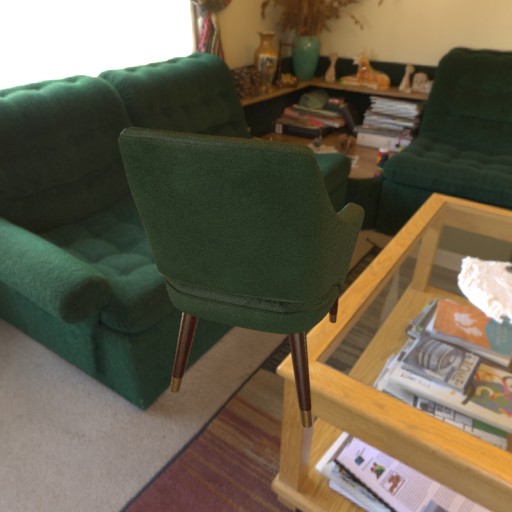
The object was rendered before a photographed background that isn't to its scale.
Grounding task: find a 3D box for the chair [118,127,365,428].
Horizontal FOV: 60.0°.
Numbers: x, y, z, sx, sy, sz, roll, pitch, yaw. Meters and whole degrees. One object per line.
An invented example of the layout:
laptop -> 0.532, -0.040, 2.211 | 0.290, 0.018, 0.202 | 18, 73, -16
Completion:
chair -> 0.000, 0.000, 1.582 | 0.683, 1.081, 0.794 | 10, 33, 15
